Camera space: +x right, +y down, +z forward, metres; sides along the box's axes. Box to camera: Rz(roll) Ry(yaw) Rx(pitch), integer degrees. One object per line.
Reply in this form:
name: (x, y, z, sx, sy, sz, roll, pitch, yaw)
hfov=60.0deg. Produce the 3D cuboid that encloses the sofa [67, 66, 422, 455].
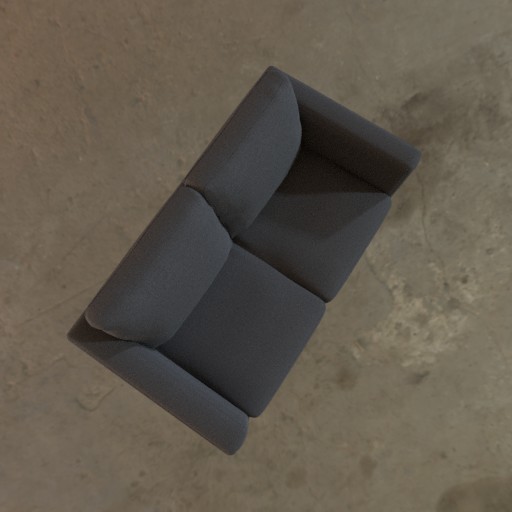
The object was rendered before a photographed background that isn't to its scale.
sofa: (0.000, 0.000, 1.983, 0.796, 0.908, 1.430, 33, 79, 7)
